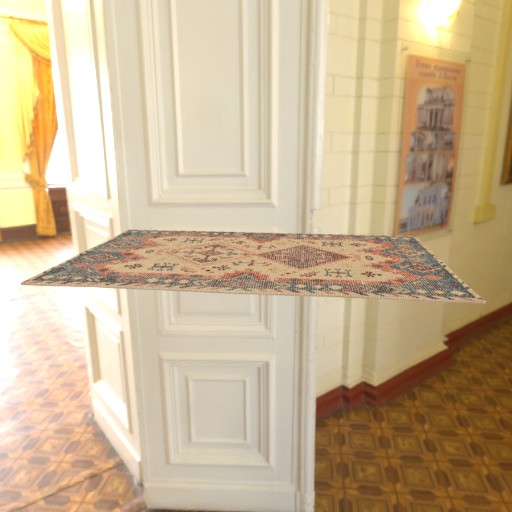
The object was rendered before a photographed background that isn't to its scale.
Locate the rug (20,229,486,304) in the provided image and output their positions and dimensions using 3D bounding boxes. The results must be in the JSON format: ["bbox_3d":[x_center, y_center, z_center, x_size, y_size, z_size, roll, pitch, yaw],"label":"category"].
[{"bbox_3d":[0.000,0.000,3.042,2.464,0.023,1.521,2,15,7],"label":"rug"}]
